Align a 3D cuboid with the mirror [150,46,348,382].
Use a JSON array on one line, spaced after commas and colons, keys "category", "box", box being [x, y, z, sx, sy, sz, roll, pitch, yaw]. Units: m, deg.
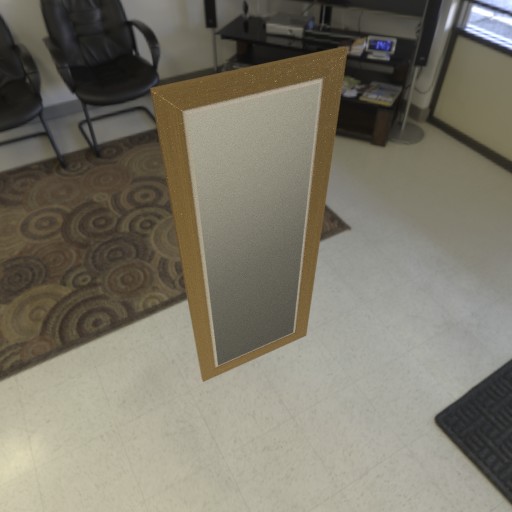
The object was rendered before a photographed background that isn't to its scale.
[{"category": "mirror", "box": [0.000, 0.000, 2.386, 0.812, 2.031, 0.025, -20, 49, -18]}]
